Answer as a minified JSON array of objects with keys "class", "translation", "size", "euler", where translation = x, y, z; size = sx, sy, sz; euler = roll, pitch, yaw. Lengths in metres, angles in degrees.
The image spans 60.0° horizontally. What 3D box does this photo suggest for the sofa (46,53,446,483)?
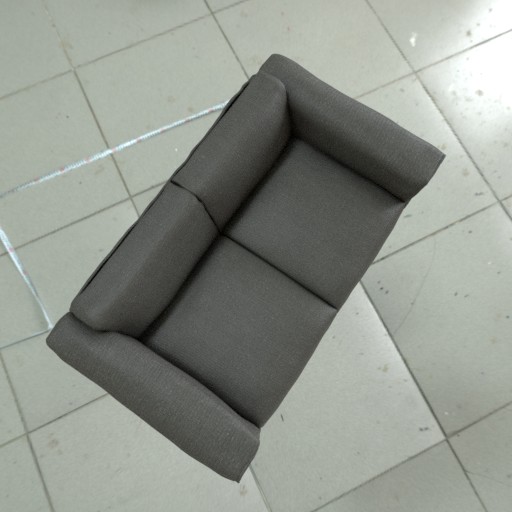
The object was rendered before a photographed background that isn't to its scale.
[{"class":"sofa","translation":[0.000,0.000,2.098],"size":[0.960,0.656,1.690],"euler":[34,78,8]}]
